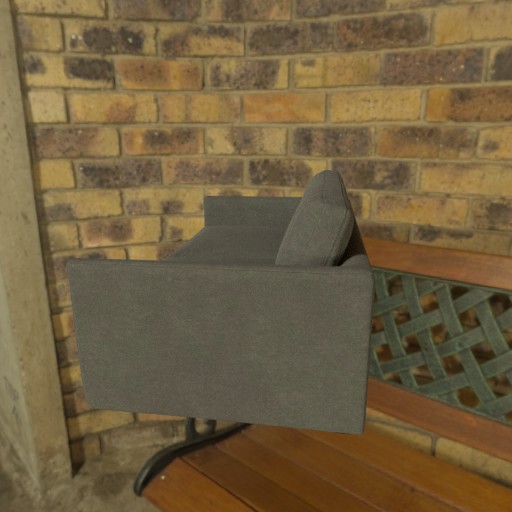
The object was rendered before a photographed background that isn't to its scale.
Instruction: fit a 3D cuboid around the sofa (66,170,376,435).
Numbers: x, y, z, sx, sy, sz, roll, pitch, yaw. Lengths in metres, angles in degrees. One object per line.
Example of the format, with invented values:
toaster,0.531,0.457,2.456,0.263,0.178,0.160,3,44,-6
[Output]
sofa,0.000,0.000,2.463,1.091,0.845,1.909,2,15,9
